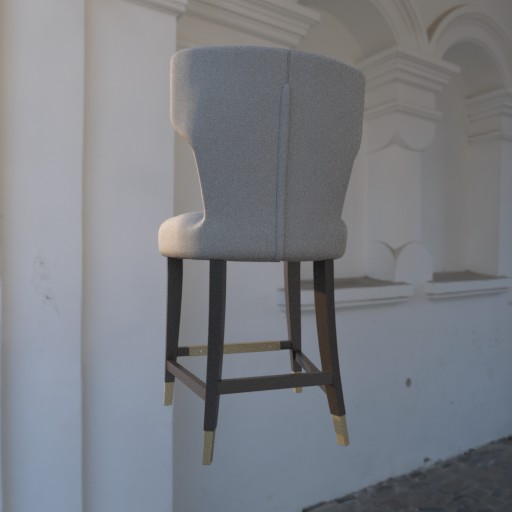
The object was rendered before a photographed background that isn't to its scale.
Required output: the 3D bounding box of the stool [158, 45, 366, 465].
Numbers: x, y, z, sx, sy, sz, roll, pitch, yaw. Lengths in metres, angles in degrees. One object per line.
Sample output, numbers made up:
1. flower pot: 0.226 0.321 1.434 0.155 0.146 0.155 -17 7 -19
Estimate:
1. stool: 0.000 0.000 1.289 0.527 0.982 0.563 0 0 -17
